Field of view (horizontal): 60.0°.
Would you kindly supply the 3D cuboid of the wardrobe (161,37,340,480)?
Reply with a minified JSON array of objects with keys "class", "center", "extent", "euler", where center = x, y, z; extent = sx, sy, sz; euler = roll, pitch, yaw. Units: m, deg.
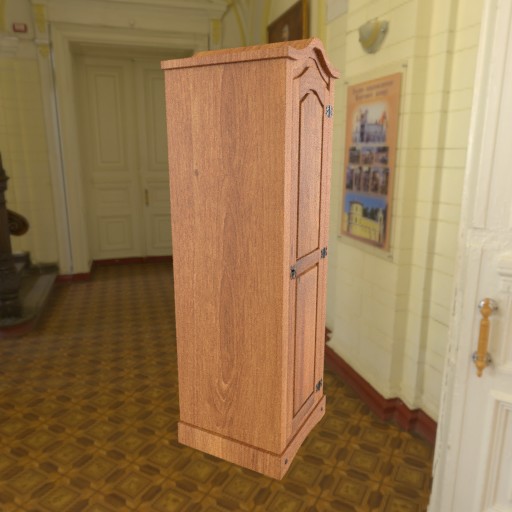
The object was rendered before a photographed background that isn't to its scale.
[{"class":"wardrobe","center":[0.000,0.000,2.136],"extent":[0.570,1.870,0.590],"euler":[7,15,27]}]
